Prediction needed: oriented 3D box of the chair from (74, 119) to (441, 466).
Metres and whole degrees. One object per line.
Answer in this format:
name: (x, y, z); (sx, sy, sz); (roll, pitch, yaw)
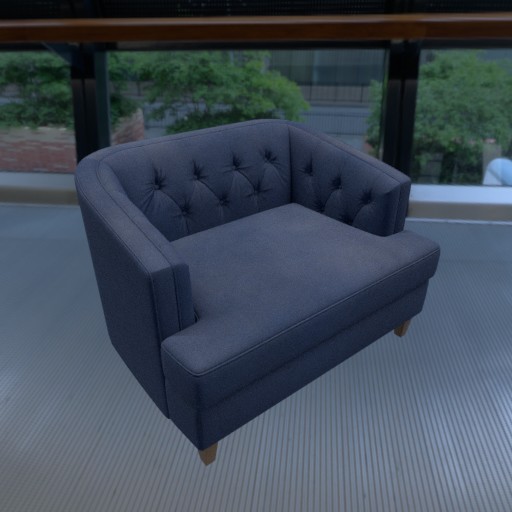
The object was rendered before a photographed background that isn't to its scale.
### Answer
chair: (0.000, 0.000, 1.718); (1.118, 0.787, 0.914); (-21, 36, -32)
